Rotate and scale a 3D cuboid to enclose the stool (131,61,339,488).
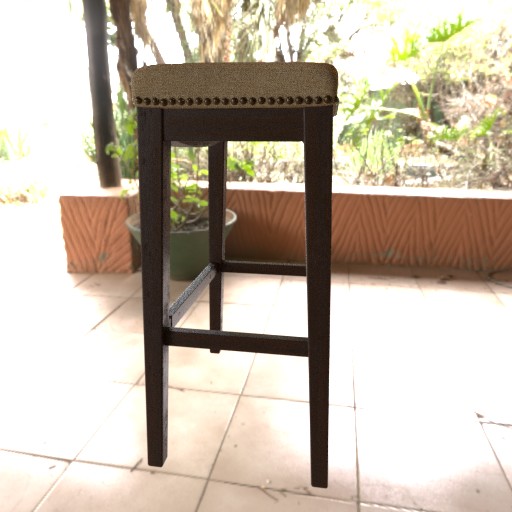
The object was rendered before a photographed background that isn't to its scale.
[{"bbox_3d":[0.000,0.000,1.009,0.363,0.768,0.509,3,16,9],"label":"stool"}]
